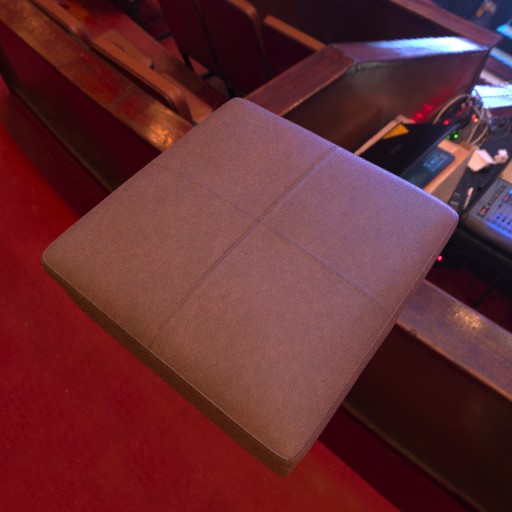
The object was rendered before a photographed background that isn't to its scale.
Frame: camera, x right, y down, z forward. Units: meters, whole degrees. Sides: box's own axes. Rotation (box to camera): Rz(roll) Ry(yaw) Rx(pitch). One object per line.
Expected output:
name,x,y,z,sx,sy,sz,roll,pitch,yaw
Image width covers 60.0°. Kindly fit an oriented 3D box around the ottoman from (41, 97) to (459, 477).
ottoman,0.000,0.000,1.785,1.168,0.490,1.168,33,63,19
